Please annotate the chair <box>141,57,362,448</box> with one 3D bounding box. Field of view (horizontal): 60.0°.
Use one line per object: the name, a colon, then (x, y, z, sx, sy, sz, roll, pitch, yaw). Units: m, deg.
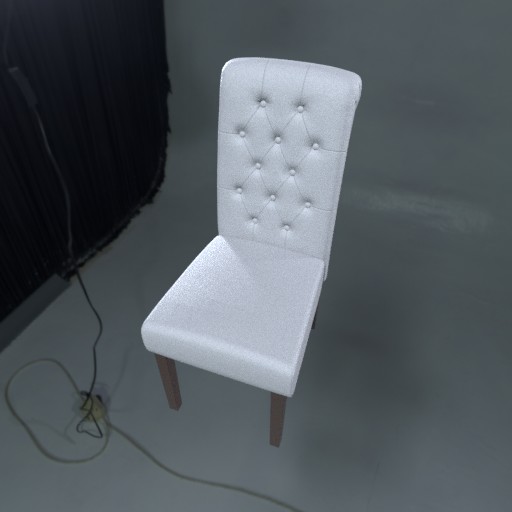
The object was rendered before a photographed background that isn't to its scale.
chair: (0.000, 0.000, 1.389, 0.456, 1.006, 0.671, 14, 43, 15)
